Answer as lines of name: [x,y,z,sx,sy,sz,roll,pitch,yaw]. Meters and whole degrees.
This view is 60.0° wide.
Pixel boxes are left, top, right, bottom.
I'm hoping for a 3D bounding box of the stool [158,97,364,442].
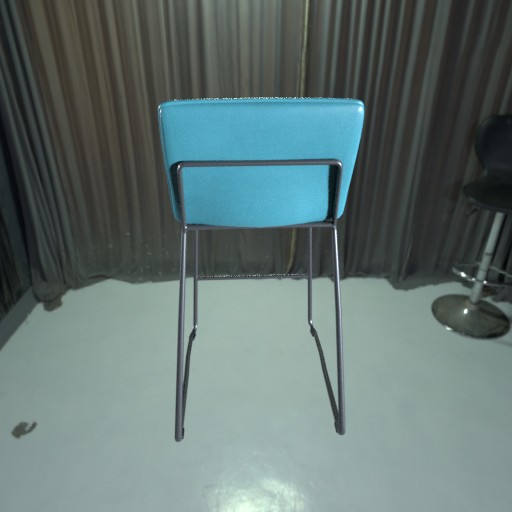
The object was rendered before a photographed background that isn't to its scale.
stool: [0.000,0.000,1.251,0.489,0.936,0.524,-1,30,-2]
